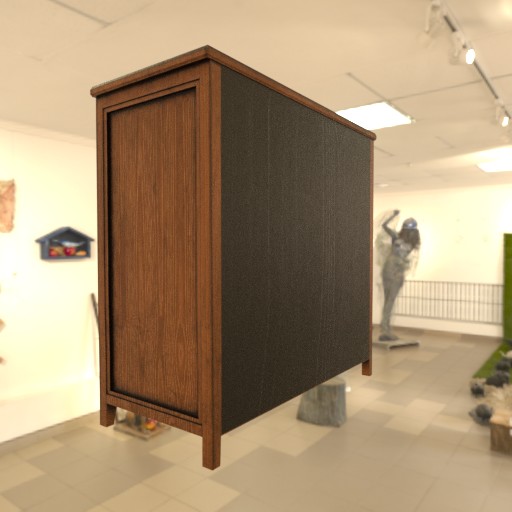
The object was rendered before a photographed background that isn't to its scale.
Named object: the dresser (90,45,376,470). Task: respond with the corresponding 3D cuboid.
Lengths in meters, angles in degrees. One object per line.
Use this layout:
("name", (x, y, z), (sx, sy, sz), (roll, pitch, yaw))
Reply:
("dresser", (0.000, 0.000, 1.935), (0.591, 1.224, 1.250), (1, 2, 37))
